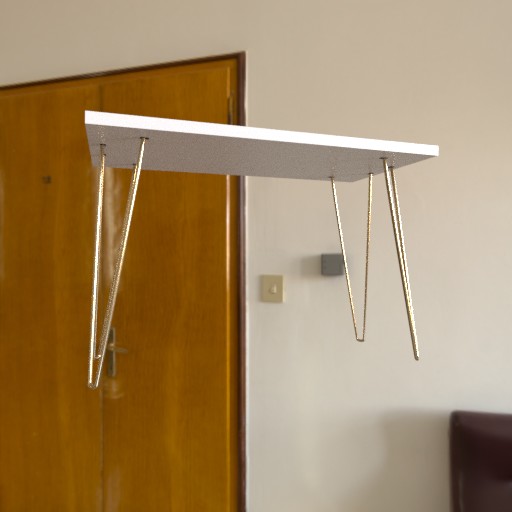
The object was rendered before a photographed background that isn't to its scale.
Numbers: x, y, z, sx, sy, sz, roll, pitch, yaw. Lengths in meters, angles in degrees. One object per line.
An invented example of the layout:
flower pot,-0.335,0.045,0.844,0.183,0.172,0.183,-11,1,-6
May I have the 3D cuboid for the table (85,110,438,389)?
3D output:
table,0.000,0.000,1.404,0.991,0.660,0.498,0,0,-19
